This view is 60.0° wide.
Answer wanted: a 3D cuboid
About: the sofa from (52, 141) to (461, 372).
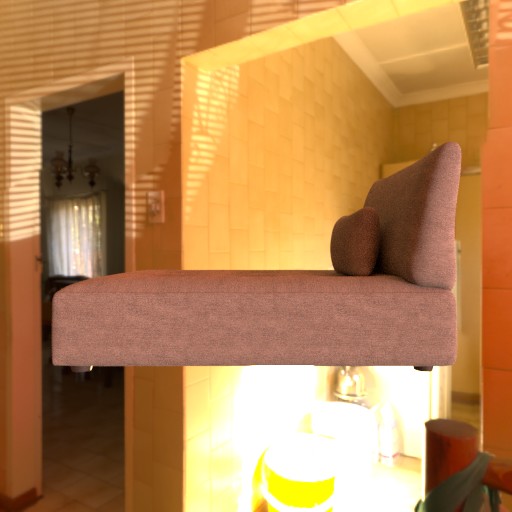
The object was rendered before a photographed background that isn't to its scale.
[{"bbox_3d":[0.000,0.000,1.983,1.450,0.820,0.930,0,1,0],"label":"sofa"}]
